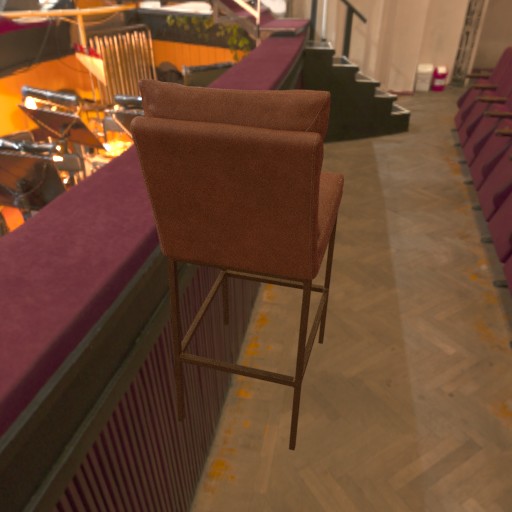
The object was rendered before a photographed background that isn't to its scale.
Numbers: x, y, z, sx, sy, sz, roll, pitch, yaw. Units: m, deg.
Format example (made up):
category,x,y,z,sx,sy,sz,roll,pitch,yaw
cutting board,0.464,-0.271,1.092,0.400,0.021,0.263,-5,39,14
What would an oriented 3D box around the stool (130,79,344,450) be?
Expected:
category,x,y,z,sx,sy,sz,roll,pitch,yaw
stool,0.000,0.000,1.420,0.463,1.124,0.571,9,34,13
